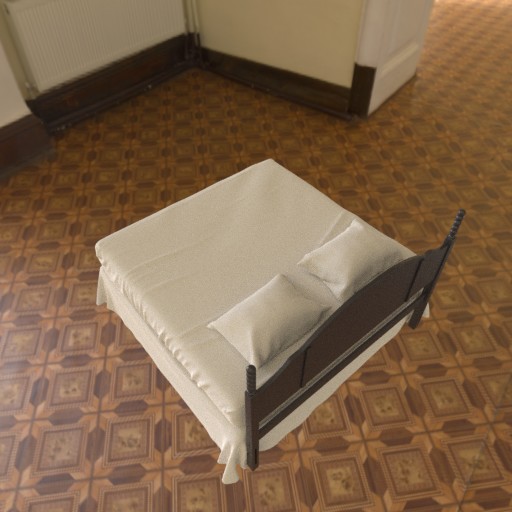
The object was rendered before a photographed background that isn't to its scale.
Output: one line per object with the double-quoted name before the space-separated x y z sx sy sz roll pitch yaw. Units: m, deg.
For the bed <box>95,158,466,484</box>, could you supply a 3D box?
"bed" 0.000 0.000 3.640 2.322 1.355 2.219 -31 53 -27
